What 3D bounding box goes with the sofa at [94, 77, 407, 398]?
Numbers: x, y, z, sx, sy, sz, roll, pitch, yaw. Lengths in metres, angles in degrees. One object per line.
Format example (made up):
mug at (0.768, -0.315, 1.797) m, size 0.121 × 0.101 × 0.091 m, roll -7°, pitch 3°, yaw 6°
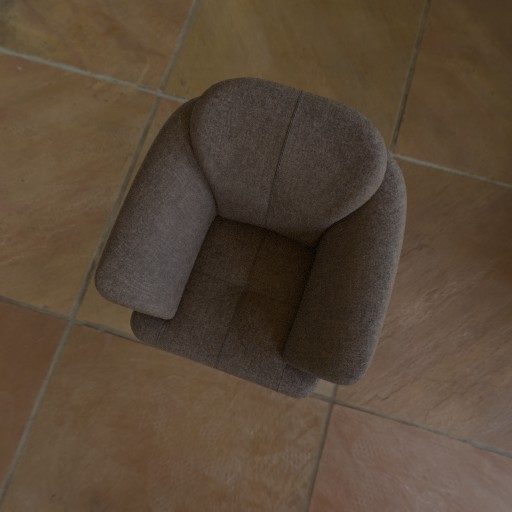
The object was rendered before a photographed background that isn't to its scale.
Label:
sofa at (0.000, 0.000, 1.504) m, size 0.870 × 0.811 × 0.794 m, roll 19°, pitch 76°, yaw 5°
